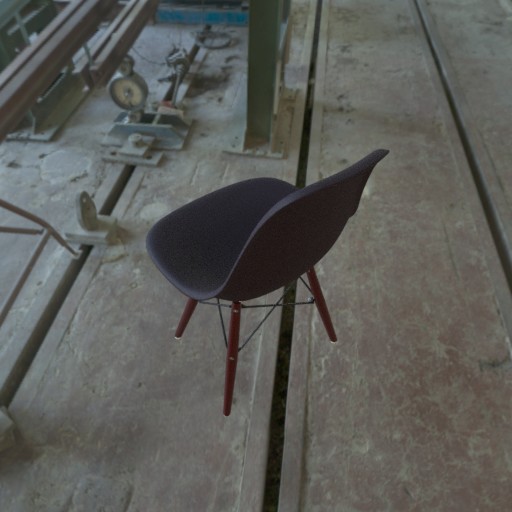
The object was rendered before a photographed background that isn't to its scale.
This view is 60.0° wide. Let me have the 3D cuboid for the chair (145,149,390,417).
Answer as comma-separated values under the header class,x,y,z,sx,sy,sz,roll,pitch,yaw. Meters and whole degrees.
class,x,y,z,sx,sy,sz,roll,pitch,yaw
chair,0.000,0.000,1.146,0.470,0.826,0.533,-30,53,-25
